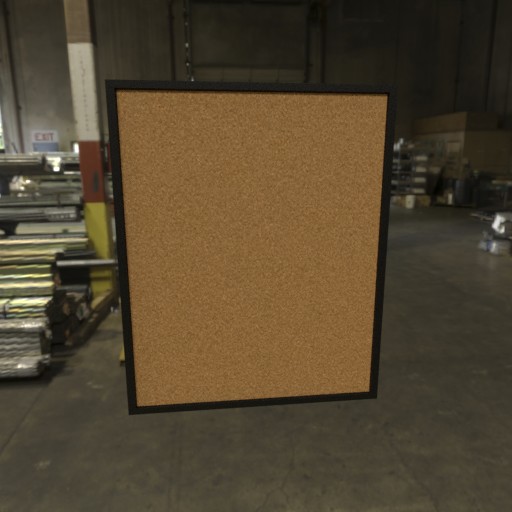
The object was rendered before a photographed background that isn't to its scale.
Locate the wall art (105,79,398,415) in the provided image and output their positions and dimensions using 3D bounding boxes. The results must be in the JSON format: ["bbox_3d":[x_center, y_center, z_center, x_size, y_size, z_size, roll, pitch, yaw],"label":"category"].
[{"bbox_3d":[0.000,0.000,0.763,0.457,0.559,0.029,-2,13,-7],"label":"wall art"}]
